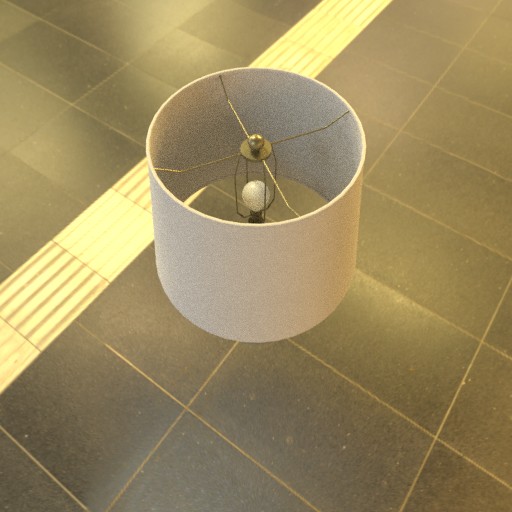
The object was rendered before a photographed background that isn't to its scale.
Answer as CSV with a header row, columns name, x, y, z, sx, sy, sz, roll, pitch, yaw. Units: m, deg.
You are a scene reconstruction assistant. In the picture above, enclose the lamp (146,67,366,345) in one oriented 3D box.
name,x,y,z,sx,sy,sz,roll,pitch,yaw
lamp,0.000,0.000,0.551,0.239,0.399,0.239,0,59,0
